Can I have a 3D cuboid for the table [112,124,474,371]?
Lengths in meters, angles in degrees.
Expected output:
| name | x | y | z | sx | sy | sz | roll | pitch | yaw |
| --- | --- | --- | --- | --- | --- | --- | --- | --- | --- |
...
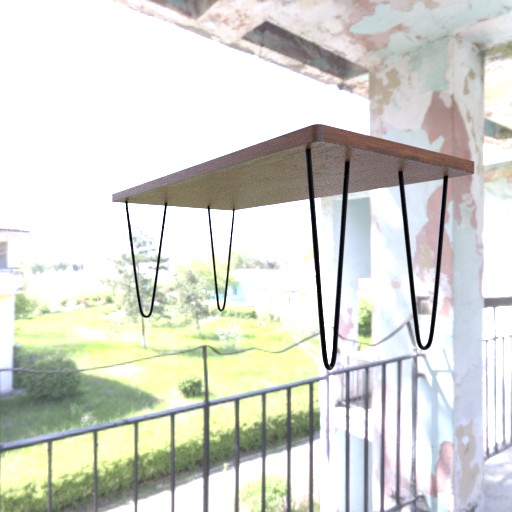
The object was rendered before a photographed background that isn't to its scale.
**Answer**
| name | x | y | z | sx | sy | sz | roll | pitch | yaw |
| --- | --- | --- | --- | --- | --- | --- | --- | --- | --- |
| table | 0.000 | 0.000 | 2.237 | 0.883 | 0.753 | 1.791 | 0 | 0 | -36 |
